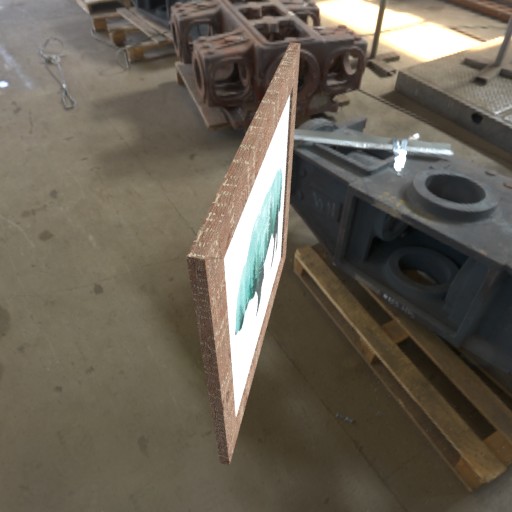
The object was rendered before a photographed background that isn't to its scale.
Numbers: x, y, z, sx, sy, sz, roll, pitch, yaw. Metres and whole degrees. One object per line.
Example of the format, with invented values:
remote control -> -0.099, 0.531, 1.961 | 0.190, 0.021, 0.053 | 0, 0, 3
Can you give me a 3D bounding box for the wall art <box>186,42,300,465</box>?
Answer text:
wall art -> 0.000, 0.000, 0.559 | 0.022, 0.380, 0.380 | 10, 47, 9
